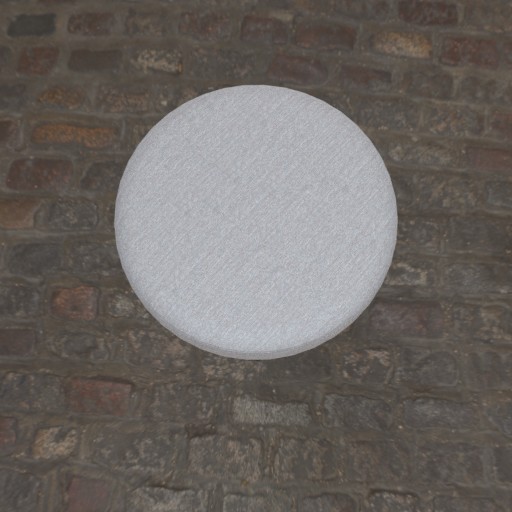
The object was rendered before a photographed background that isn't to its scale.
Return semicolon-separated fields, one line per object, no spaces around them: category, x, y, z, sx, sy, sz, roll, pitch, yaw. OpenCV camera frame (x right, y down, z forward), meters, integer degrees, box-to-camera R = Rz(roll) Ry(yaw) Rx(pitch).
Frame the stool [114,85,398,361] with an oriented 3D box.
stool;0.000;0.000;0.965;0.443;0.672;0.443;0;77;0
